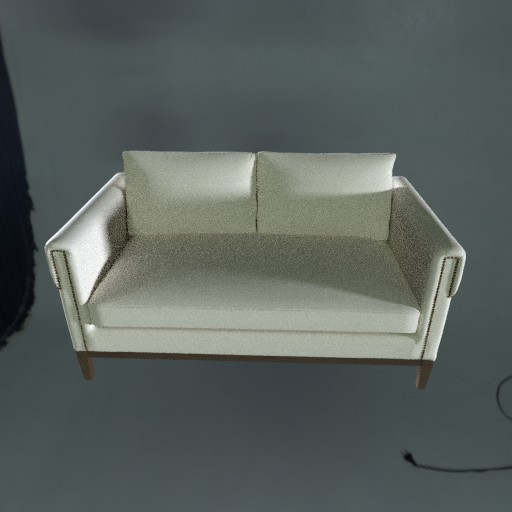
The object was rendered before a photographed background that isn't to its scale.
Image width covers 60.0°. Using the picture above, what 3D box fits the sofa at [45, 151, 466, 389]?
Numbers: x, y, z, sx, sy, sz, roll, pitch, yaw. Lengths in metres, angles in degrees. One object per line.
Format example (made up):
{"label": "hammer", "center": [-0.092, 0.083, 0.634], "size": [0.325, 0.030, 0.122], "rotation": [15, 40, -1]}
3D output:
{"label": "sofa", "center": [0.000, 0.000, 2.128], "size": [1.598, 0.873, 0.905], "rotation": [1, 28, 2]}
